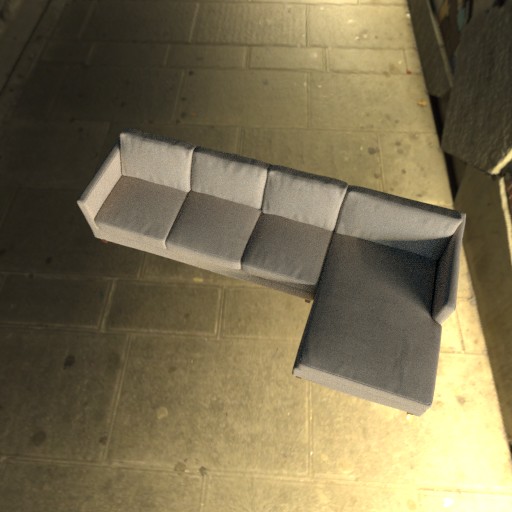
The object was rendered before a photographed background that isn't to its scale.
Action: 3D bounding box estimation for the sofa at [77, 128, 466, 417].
[{"bbox_3d":[0.000,0.000,3.781,3.186,0.846,1.625,16,60,9],"label":"sofa"}]
